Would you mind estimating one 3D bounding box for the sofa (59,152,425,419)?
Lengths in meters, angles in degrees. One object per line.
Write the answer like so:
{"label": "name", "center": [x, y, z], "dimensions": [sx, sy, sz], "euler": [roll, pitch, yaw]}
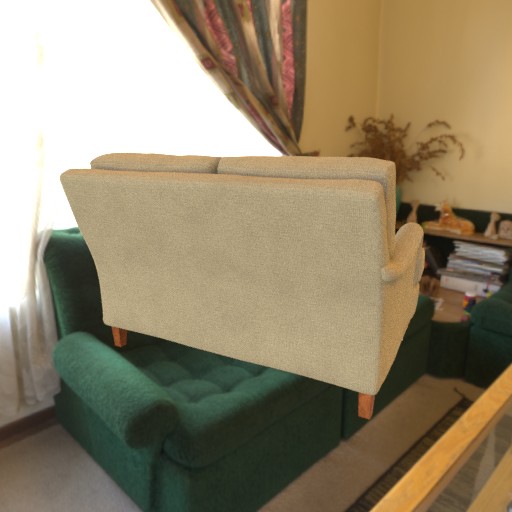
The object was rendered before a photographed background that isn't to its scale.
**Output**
{"label": "sofa", "center": [0.000, 0.000, 2.193], "dimensions": [1.480, 0.999, 1.087], "euler": [8, 17, 27]}
